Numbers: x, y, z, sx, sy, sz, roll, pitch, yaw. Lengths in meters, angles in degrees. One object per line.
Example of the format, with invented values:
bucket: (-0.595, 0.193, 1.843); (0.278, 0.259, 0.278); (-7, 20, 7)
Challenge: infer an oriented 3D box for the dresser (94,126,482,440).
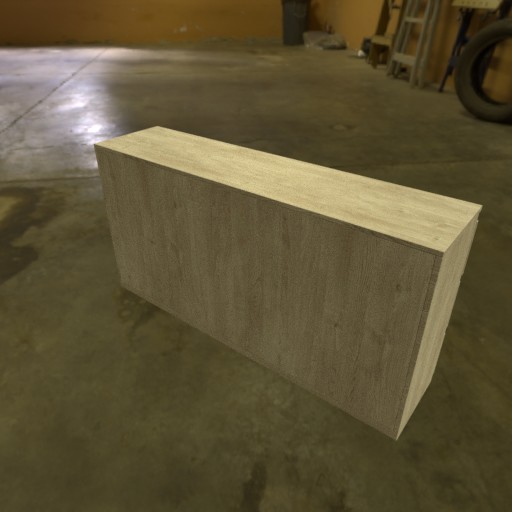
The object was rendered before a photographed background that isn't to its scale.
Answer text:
dresser: (0.000, 0.000, 1.946); (1.590, 0.795, 0.390); (22, 37, 31)
